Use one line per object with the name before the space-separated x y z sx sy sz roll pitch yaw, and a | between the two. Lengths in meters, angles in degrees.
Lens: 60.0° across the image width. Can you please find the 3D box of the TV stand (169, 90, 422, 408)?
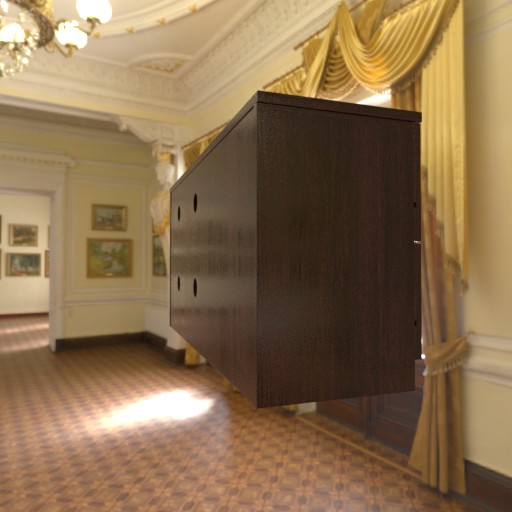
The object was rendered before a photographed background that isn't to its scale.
TV stand | 0.000 0.000 1.473 0.404 0.614 1.192 0 -1 -19
